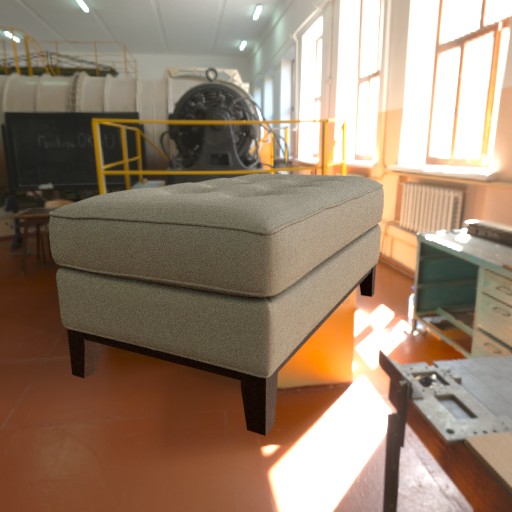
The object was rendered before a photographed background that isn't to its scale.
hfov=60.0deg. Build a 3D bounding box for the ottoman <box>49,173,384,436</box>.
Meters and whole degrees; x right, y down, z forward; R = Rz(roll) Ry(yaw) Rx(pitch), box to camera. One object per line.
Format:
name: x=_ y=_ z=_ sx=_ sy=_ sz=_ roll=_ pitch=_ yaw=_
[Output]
ottoman: x=0.000 y=0.000 z=1.518 sx=0.648 sy=0.508 sz=1.143 roll=7 pitch=15 yaw=26
